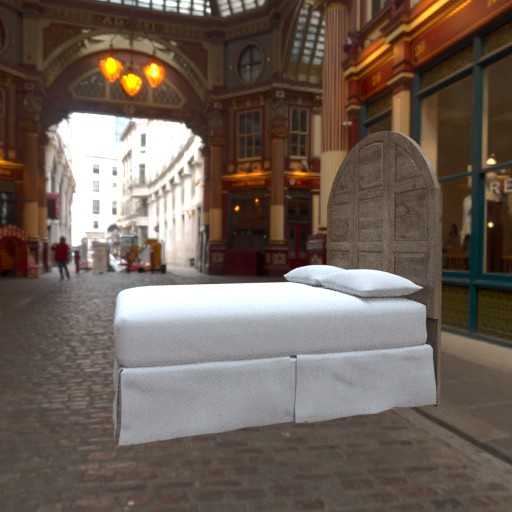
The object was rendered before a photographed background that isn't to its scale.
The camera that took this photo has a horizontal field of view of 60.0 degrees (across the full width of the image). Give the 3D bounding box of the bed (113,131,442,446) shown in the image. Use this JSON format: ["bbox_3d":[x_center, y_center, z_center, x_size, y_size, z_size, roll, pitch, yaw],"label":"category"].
[{"bbox_3d":[0.000,0.000,3.408,2.112,2.002,1.713,0,1,-17],"label":"bed"}]
